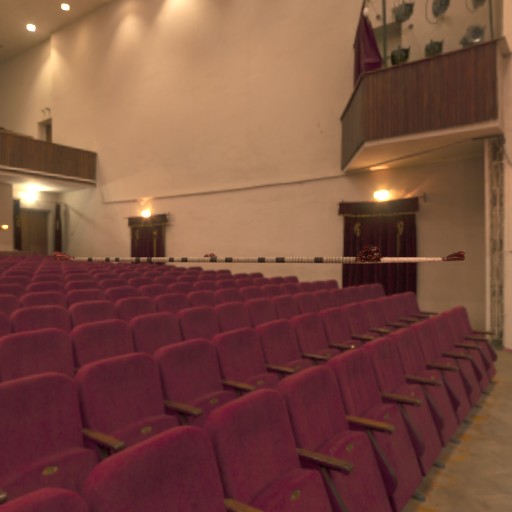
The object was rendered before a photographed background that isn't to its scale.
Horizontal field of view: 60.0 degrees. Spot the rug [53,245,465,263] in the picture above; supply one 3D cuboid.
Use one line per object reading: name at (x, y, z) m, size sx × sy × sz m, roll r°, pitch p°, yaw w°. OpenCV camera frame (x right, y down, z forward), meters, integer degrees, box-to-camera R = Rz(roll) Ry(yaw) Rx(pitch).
rug at (0.000, 0.000, 2.640) m, size 2.069 × 0.067 × 1.444 m, roll 0°, pitch 0°, yaw 36°
